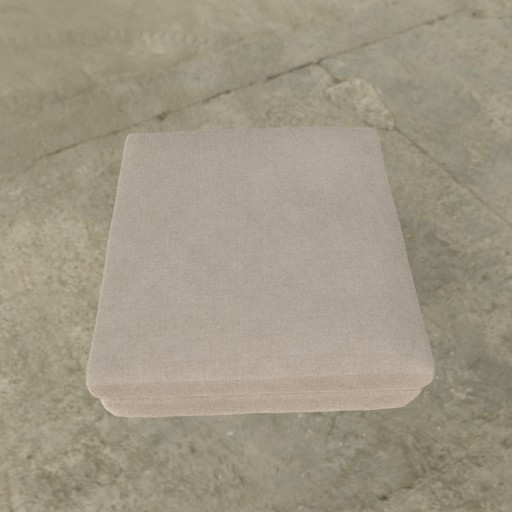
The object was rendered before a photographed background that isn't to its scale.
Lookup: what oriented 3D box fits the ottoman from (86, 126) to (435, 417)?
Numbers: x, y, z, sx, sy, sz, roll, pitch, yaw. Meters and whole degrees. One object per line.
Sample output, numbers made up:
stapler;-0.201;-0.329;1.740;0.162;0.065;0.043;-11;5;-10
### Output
ottoman;0.000;0.000;1.846;1.171;0.517;1.203;-2;58;-1
